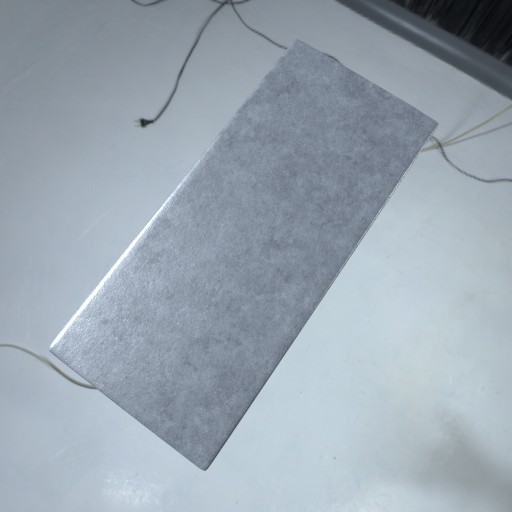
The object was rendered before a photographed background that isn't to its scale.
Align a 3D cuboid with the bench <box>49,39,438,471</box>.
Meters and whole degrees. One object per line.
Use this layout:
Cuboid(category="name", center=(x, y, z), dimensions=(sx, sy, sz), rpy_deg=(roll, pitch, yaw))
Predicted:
Cuboid(category="bench", center=(0.000, 0.000, 1.192), dimensions=(0.401, 0.501, 0.905), rpy_deg=(34, 79, 8))
